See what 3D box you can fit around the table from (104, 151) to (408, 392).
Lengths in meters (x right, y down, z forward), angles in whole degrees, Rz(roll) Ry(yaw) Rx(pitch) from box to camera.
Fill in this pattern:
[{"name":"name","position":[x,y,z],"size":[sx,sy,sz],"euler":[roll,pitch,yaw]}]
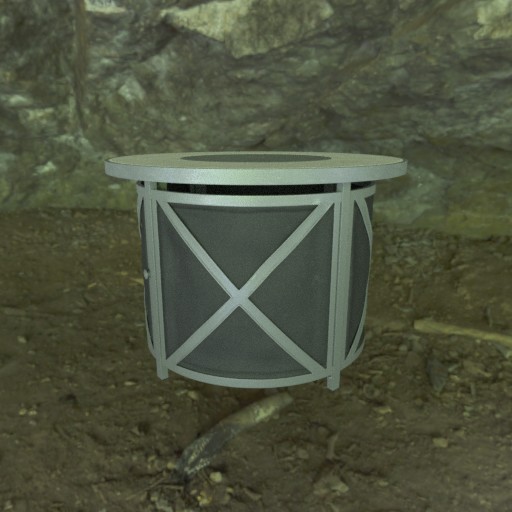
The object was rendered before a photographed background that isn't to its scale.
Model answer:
[{"name":"table","position":[0.000,0.000,1.495],"size":[0.914,0.650,0.914],"euler":[0,16,0]}]
